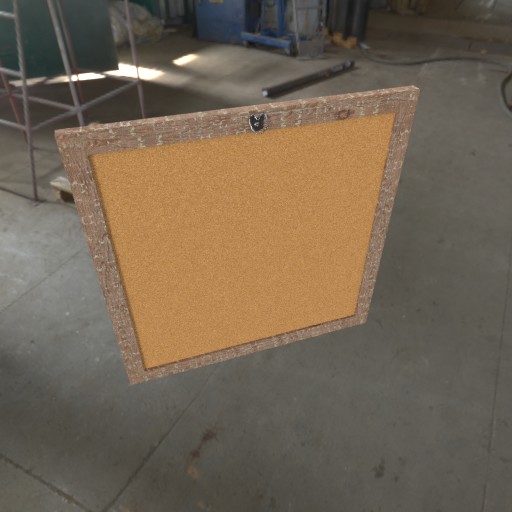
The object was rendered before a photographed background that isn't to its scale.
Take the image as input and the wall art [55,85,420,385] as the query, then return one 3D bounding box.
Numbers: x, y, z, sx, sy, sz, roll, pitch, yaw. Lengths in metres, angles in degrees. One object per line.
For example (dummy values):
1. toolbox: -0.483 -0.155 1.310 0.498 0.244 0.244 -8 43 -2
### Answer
1. wall art: 0.000 0.000 0.564 0.380 0.380 0.022 -12 41 -14
